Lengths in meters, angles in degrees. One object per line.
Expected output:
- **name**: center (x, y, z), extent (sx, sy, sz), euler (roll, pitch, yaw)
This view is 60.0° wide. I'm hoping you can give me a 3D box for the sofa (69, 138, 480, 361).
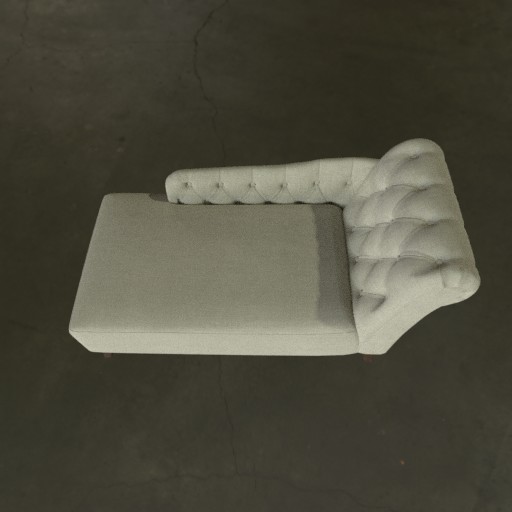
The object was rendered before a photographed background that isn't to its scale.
- **sofa**: center (0.000, 0.000, 1.781), extent (1.379, 0.787, 0.675), euler (1, 57, 1)
